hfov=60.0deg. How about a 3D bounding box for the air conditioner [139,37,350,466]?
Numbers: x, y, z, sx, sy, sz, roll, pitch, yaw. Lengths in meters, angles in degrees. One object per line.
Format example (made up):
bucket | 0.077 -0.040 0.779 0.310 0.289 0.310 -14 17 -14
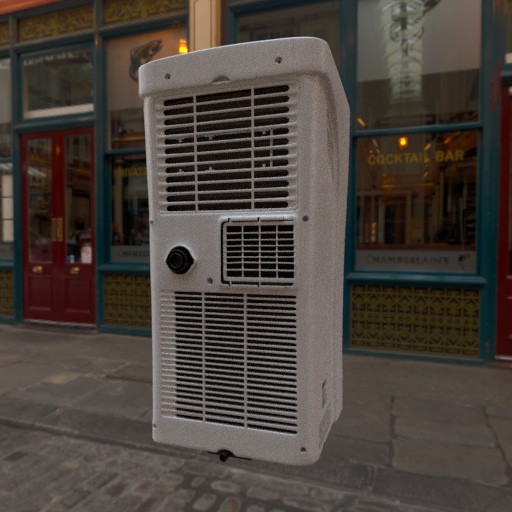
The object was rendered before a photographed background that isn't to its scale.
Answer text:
air conditioner | 0.000 0.000 0.916 0.352 0.716 0.369 0 1 19
